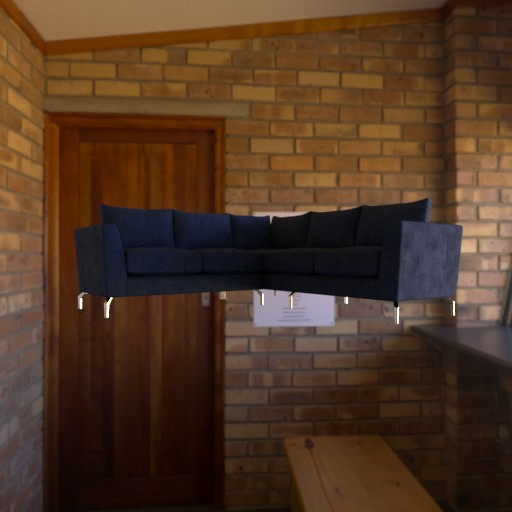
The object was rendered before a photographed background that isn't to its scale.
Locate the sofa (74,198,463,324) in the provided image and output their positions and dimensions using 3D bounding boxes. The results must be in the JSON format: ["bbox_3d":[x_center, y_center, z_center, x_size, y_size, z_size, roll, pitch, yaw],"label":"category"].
[{"bbox_3d":[0.000,0.000,3.932,2.472,0.988,2.463,0,0,-36],"label":"sofa"}]
